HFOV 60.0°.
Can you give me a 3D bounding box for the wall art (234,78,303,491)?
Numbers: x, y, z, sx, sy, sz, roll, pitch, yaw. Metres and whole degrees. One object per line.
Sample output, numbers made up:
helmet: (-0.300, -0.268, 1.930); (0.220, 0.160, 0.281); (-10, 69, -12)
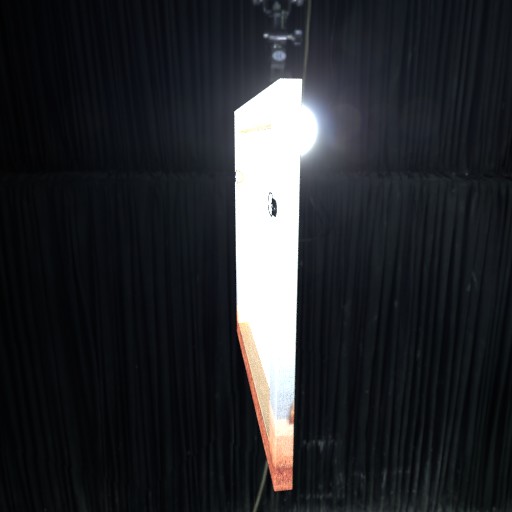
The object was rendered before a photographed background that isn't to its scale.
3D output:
wall art: (0.000, 0.000, 1.143); (0.042, 0.760, 0.760); (-2, 15, -8)
